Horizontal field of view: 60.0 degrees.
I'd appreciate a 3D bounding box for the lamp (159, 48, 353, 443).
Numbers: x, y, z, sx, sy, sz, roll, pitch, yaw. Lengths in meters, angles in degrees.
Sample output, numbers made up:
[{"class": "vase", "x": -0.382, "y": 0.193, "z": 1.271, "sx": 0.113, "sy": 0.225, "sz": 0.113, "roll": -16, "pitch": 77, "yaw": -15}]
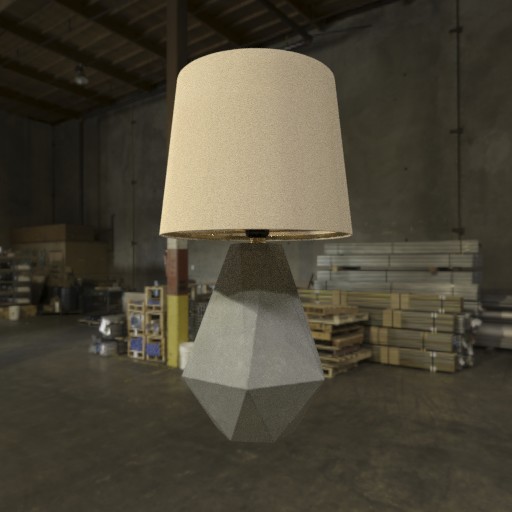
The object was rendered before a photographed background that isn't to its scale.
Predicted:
[{"class": "lamp", "x": 0.000, "y": 0.000, "z": 0.648, "sx": 0.276, "sy": 0.501, "sz": 0.276, "roll": 0, "pitch": -1, "yaw": 0}]
